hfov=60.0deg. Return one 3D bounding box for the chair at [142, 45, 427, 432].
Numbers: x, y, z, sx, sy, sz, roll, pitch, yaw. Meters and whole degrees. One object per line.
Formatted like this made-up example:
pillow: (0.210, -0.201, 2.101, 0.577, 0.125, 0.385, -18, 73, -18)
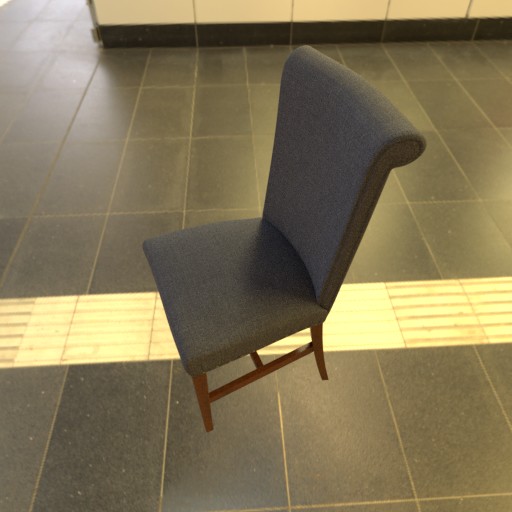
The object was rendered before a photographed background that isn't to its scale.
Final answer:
chair: (0.000, 0.000, 1.333, 0.608, 0.988, 0.513, -17, 49, -16)
